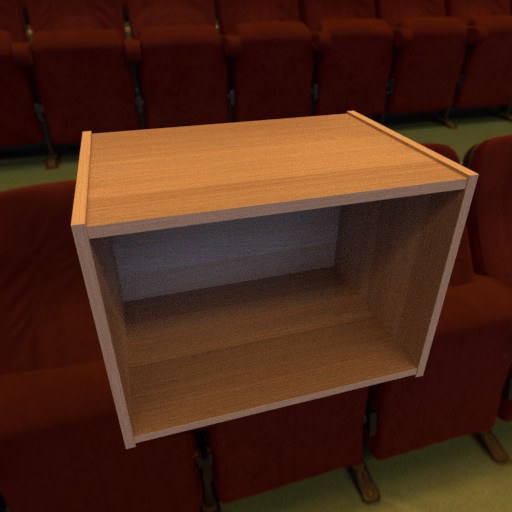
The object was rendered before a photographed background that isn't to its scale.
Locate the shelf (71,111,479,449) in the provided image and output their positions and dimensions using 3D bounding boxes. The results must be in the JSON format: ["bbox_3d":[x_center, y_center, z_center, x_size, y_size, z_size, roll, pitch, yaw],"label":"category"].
[{"bbox_3d":[0.000,0.000,0.624,0.415,0.305,0.290,-9,33,-14],"label":"shelf"}]
